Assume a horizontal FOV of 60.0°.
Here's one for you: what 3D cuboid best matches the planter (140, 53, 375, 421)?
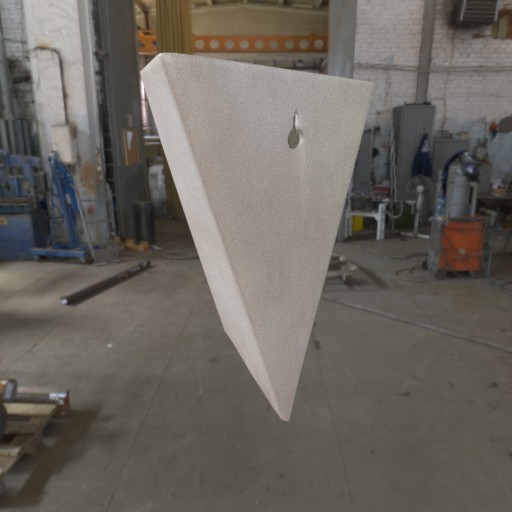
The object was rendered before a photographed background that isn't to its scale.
[{"bbox_3d":[0.000,0.000,0.261,0.150,0.197,0.060,-14,21,-42],"label":"planter"}]
